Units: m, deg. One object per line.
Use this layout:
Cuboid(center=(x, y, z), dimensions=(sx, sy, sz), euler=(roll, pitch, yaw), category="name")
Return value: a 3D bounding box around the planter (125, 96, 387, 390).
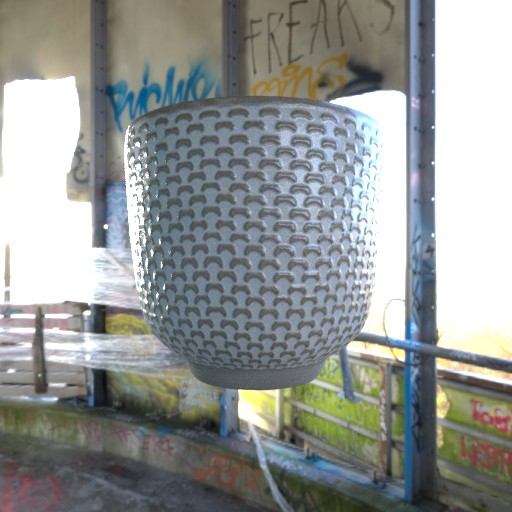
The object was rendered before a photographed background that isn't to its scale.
Cuboid(center=(0.000, 0.000, 0.304), dimensions=(0.173, 0.160, 0.173), euler=(0, 0, 0), category="planter")
